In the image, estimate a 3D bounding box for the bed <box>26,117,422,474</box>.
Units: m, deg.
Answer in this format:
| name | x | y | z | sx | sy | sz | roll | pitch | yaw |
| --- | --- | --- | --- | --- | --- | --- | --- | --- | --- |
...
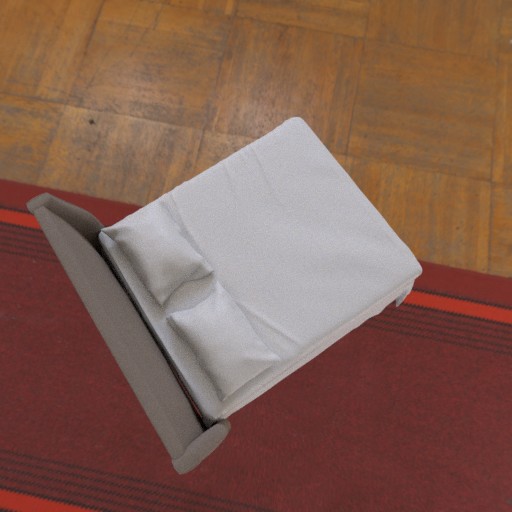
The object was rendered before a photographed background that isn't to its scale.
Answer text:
| name | x | y | z | sx | sy | sz | roll | pitch | yaw |
| --- | --- | --- | --- | --- | --- | --- | --- | --- | --- |
| bed | 0.000 | 0.000 | 3.377 | 2.276 | 1.332 | 1.925 | -33 | 76 | -9 |
